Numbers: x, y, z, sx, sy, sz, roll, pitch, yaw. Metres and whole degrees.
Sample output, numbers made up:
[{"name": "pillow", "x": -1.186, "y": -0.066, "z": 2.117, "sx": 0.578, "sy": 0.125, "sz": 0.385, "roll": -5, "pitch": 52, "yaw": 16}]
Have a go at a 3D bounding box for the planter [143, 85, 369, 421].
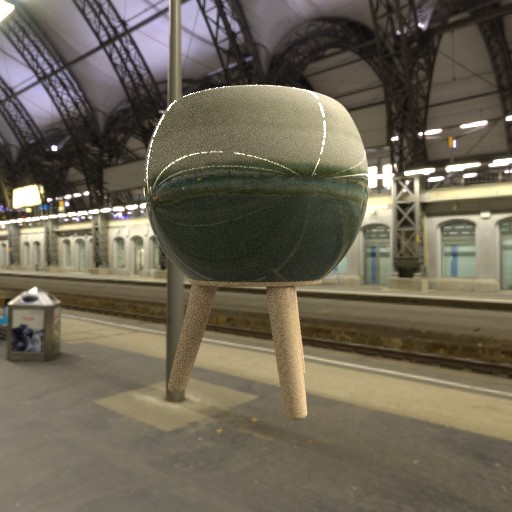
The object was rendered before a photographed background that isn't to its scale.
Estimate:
[{"name": "planter", "x": 0.000, "y": 0.000, "z": 0.448, "sx": 0.222, "sy": 0.278, "sz": 0.222, "roll": 0, "pitch": 0, "yaw": 0}]
